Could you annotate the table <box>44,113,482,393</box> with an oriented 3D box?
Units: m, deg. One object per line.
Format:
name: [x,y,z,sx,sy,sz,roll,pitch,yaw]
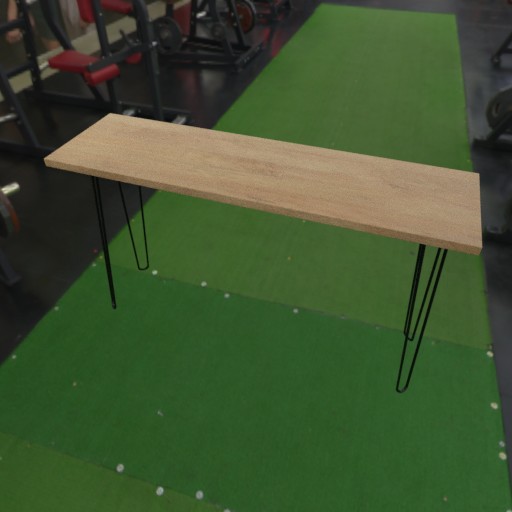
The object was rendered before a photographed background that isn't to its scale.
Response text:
table: [0.000,0.000,1.741,1.400,0.799,0.399,13,43,15]
